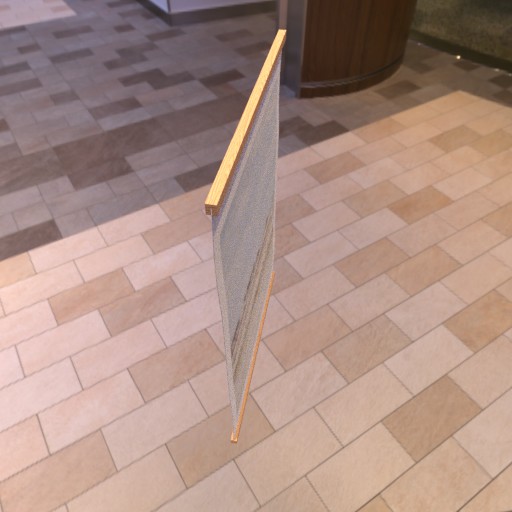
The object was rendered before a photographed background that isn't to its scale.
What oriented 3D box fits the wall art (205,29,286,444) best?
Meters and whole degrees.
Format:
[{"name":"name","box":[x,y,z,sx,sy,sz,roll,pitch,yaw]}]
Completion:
[{"name":"wall art","box":[0.000,0.000,1.323,0.020,1.016,0.739,8,48,8]}]
